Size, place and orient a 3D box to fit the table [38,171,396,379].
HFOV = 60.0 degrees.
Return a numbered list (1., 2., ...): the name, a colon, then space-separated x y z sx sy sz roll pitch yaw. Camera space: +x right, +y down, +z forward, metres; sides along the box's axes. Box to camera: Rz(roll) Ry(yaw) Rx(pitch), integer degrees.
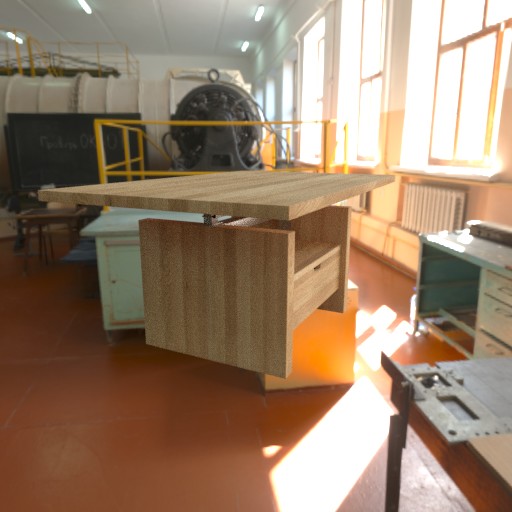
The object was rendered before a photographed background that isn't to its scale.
1. table: 0.000 0.000 1.521 0.700 0.510 1.100 7 15 26
